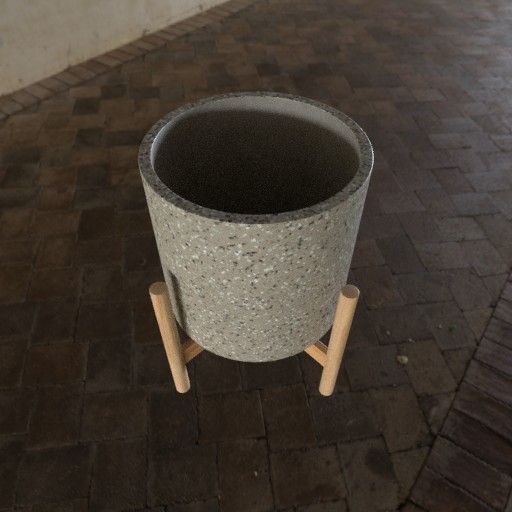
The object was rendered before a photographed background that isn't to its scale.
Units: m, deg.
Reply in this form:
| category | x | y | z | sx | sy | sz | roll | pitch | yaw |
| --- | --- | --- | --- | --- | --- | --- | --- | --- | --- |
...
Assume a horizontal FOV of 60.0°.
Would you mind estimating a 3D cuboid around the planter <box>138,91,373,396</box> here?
| category | x | y | z | sx | sy | sz | roll | pitch | yaw |
| --- | --- | --- | --- | --- | --- | --- | --- | --- | --- |
| planter | 0.000 | 0.000 | 0.732 | 0.360 | 0.419 | 0.360 | -16 | 49 | -14 |
